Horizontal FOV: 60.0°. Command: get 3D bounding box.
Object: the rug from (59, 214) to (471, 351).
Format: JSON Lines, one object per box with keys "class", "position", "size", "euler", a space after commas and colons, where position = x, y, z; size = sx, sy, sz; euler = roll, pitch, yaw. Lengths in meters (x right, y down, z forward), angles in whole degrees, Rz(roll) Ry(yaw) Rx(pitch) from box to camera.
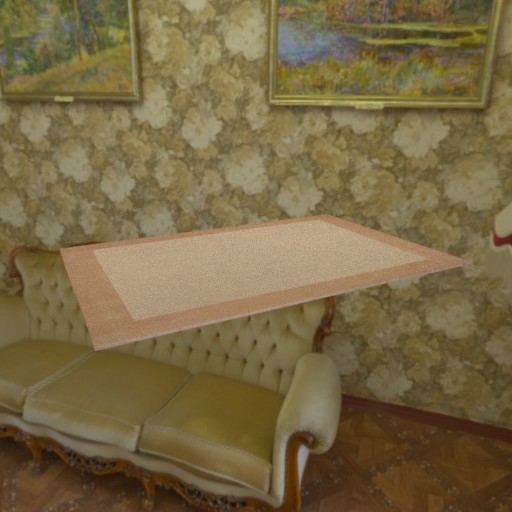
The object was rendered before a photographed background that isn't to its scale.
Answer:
{"class": "rug", "position": [0.000, 0.000, 2.350], "size": [1.829, 0.014, 1.219], "euler": [-9, 21, -26]}
